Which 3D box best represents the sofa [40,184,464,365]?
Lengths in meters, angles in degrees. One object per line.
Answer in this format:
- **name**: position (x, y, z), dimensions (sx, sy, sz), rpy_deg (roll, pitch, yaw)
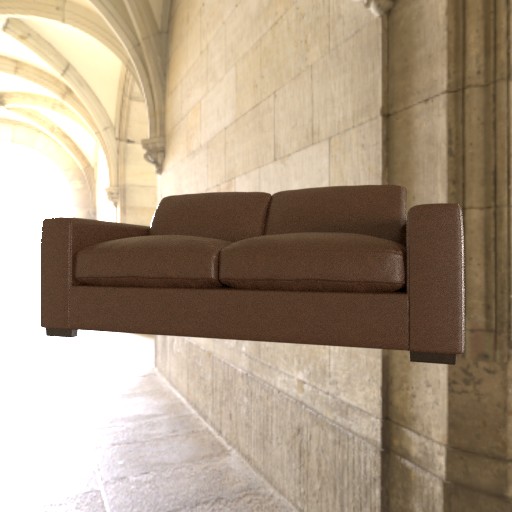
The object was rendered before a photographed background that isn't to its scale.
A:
- **sofa**: position (0.000, 0.000, 2.364), dimensions (1.920, 0.800, 1.070), rpy_deg (0, 0, 18)
